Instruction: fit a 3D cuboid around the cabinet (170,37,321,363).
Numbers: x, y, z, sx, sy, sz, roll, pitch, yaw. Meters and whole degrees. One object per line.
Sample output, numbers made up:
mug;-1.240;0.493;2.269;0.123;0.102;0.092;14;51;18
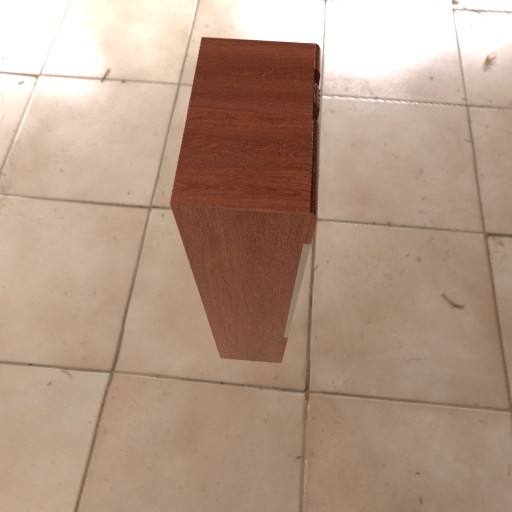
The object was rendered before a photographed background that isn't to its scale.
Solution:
cabinet;0.000;0.000;2.237;0.420;1.980;0.660;4;65;2
